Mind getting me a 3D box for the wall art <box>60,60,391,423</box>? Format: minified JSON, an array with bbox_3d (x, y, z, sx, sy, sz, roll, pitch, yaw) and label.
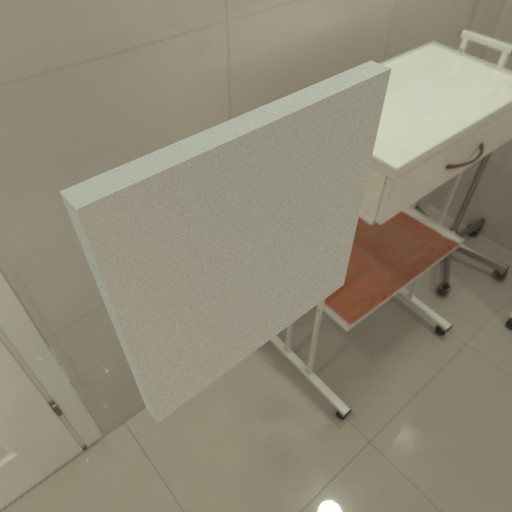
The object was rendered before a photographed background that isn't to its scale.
[{"bbox_3d":[0.000,0.000,0.524,0.355,0.355,0.027,-32,54,-27],"label":"wall art"}]
